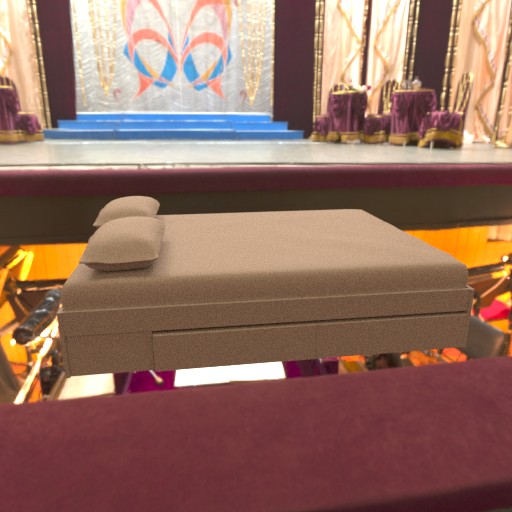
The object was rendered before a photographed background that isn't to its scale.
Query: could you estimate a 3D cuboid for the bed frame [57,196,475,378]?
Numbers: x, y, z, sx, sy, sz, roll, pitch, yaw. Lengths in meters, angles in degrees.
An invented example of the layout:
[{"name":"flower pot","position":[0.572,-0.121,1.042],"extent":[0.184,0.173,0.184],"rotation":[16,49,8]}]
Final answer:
[{"name":"bed frame","position":[0.000,0.000,2.715],"extent":[1.950,0.629,1.450],"rotation":[-3,18,-8]}]
